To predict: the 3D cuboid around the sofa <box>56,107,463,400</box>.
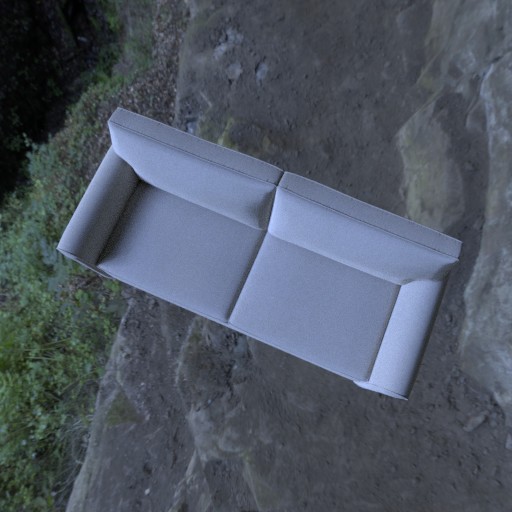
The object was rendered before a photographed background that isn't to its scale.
[{"bbox_3d":[0.000,0.000,2.655,2.146,0.962,0.901,22,78,5],"label":"sofa"}]
